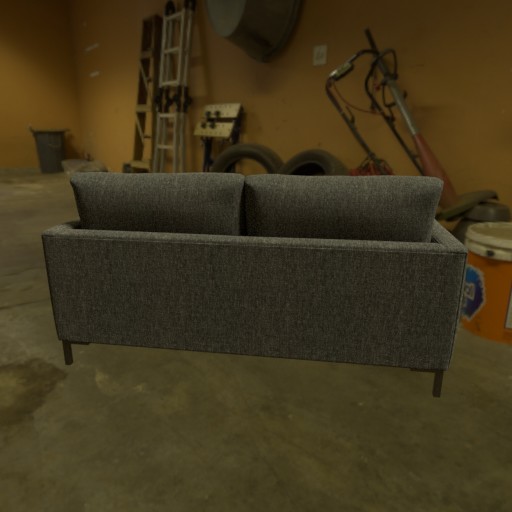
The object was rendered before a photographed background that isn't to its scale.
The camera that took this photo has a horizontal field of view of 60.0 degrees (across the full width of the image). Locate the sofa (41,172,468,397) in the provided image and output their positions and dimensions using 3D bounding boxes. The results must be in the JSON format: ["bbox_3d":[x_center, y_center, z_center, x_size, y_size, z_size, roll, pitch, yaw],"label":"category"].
[{"bbox_3d":[0.000,0.000,2.173,1.716,0.862,0.866,3,17,8],"label":"sofa"}]
